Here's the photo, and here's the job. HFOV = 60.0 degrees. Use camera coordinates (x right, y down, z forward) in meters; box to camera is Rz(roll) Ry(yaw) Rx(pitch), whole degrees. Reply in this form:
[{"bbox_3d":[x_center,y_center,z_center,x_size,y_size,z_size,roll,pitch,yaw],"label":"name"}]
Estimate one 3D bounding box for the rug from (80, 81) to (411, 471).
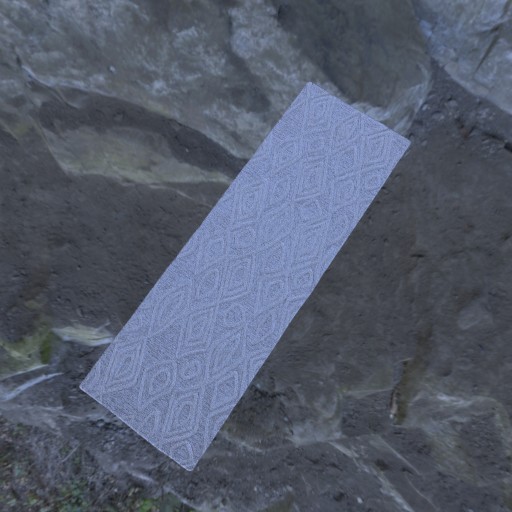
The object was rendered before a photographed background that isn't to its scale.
[{"bbox_3d":[0.000,0.000,2.724,0.807,0.013,2.436,34,79,8],"label":"rug"}]
